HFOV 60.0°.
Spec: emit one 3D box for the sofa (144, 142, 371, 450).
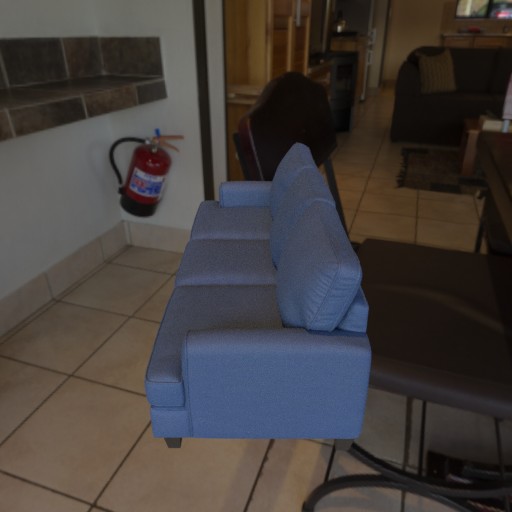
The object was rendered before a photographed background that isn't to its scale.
[{"bbox_3d":[0.000,0.000,2.734,0.951,0.965,2.158,0,27,0],"label":"sofa"}]
